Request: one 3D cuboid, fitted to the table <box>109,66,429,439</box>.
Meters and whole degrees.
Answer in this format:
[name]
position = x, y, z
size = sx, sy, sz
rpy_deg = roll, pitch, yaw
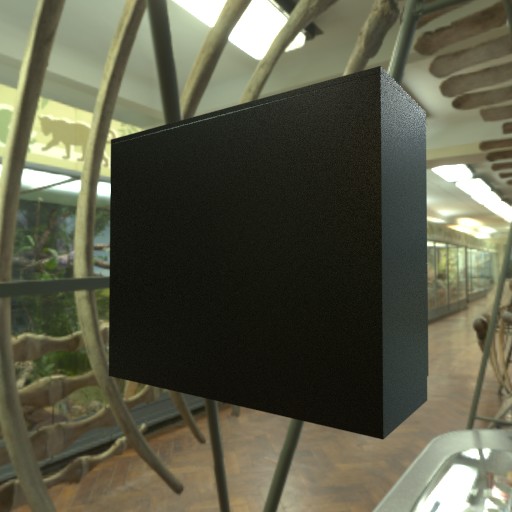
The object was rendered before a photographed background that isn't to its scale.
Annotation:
[table]
position = 0.000, 0.000, 1.362
size = 0.930, 0.790, 0.380
rpy_deg = -1, -2, 36
